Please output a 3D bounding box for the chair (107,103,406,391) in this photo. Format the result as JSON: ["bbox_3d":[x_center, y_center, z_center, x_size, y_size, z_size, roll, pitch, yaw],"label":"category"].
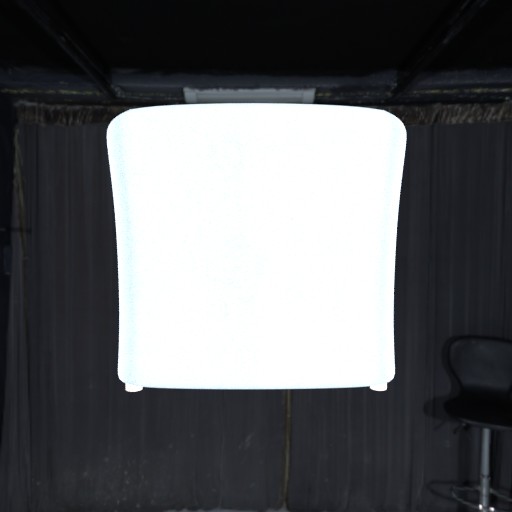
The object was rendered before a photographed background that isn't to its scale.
[{"bbox_3d":[0.000,0.000,1.360,0.790,0.720,0.700,0,1,-1],"label":"chair"}]
